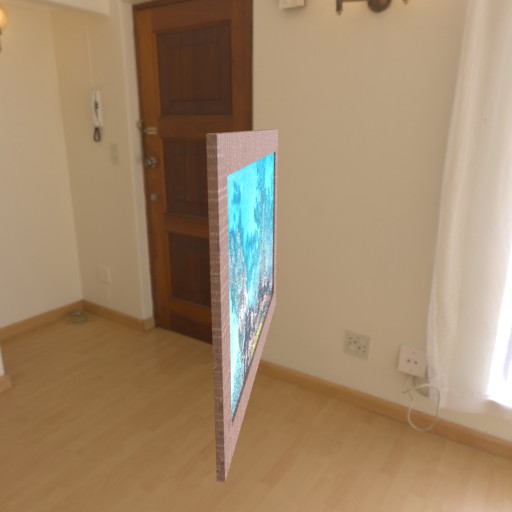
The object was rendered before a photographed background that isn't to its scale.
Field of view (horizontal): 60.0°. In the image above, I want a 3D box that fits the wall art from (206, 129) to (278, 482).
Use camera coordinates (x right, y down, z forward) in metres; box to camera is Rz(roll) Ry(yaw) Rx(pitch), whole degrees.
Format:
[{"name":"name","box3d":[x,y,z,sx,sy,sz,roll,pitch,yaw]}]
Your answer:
[{"name":"wall art","box3d":[0.000,0.000,1.397,0.020,0.761,1.056,2,17,8]}]
